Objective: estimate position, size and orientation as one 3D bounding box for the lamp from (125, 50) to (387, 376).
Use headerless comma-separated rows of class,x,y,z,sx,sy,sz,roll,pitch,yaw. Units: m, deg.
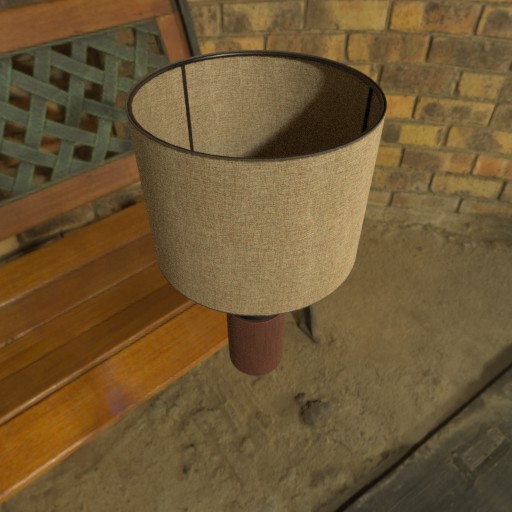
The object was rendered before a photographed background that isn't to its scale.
lamp,0.000,0.000,0.467,0.202,0.350,0.202,0,43,0
